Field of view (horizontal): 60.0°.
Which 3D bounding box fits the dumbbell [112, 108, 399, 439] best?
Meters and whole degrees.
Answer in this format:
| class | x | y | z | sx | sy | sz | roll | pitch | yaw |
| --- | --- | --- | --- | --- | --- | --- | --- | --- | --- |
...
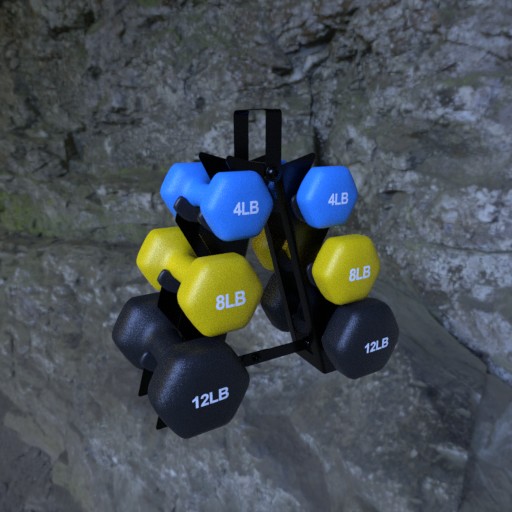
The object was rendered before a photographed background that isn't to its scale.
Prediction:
| class | x | y | z | sx | sy | sz | roll | pitch | yaw |
| --- | --- | --- | --- | --- | --- | --- | --- | --- | --- |
| dumbbell | 0.000 | 0.000 | 0.678 | 0.409 | 0.426 | 0.255 | -9 | 19 | -28 |
